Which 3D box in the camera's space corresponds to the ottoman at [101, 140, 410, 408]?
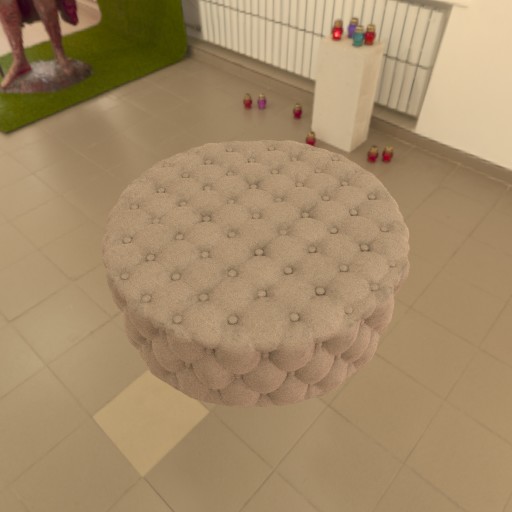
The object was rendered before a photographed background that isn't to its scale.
[{"bbox_3d":[0.000,0.000,1.555,0.998,0.399,0.998,0,46,0],"label":"ottoman"}]
